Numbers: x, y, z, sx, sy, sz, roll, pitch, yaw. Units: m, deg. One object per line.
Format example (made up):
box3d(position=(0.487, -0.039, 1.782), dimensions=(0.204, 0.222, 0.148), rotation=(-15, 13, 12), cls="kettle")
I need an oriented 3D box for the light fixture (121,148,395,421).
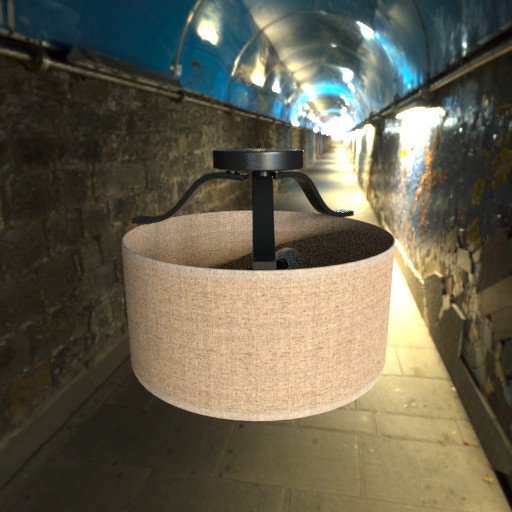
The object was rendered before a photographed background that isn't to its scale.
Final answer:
box3d(position=(0.000, 0.000, 0.655), dimensions=(0.390, 0.306, 0.390), rotation=(0, 15, 0), cls="light fixture")
